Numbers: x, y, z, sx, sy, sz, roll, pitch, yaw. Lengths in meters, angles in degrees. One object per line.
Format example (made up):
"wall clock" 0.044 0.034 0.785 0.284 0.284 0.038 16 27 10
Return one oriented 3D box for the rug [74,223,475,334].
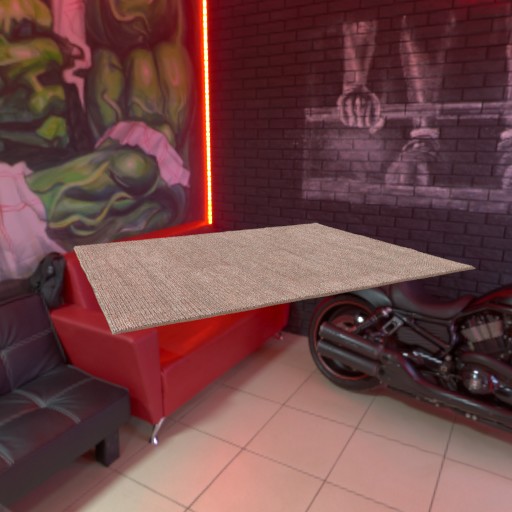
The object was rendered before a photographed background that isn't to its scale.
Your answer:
"rug" 0.000 0.000 4.236 3.052 0.030 2.429 -7 16 -26
